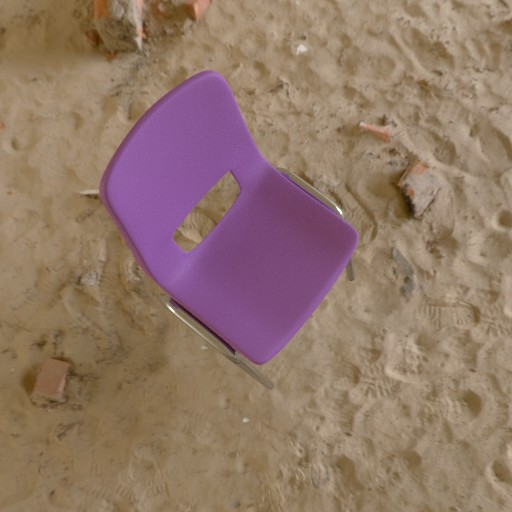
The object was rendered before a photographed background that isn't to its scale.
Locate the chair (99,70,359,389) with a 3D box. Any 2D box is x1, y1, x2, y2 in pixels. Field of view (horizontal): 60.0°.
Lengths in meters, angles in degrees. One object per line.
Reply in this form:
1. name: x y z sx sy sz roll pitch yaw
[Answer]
1. chair: 0.000 0.000 0.676 0.301 0.493 0.291 37 78 9
